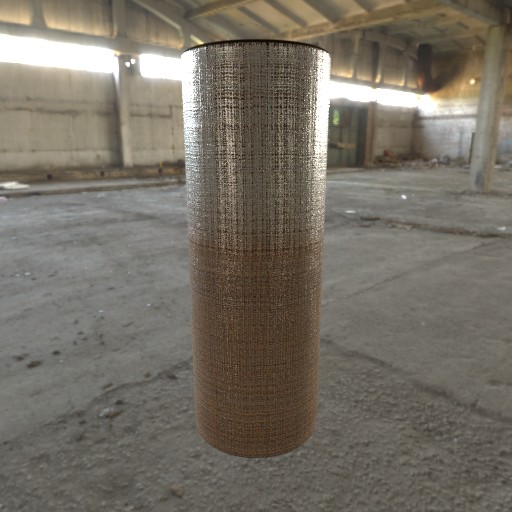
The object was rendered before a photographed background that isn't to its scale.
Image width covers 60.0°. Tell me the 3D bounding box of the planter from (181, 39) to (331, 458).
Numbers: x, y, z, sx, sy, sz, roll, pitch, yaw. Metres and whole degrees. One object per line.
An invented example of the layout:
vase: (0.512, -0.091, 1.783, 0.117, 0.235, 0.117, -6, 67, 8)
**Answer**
planter: (0.000, 0.000, 0.331, 0.099, 0.278, 0.099, -13, 19, -42)
